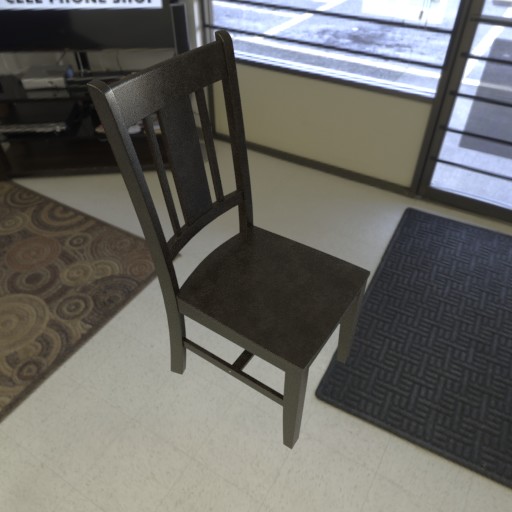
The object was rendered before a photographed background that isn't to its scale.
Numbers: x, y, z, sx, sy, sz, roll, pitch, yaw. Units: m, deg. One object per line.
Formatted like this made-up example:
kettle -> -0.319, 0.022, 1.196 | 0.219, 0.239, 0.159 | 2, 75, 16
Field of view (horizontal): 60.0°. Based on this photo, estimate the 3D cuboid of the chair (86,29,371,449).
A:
chair -> 0.000, 0.000, 1.242 | 0.555, 0.998, 0.450 | 24, 47, 25
